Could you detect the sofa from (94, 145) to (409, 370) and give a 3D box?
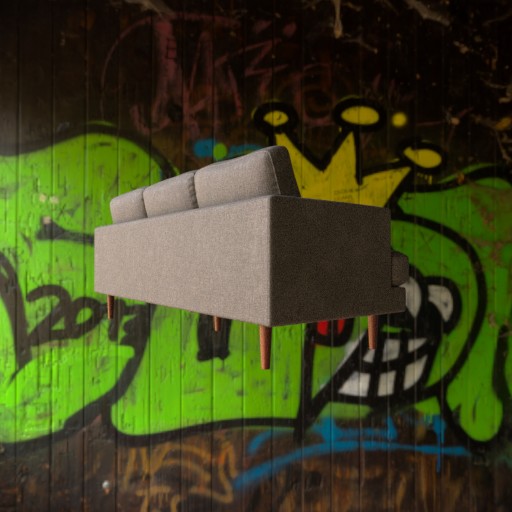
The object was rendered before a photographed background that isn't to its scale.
[{"bbox_3d":[0.000,0.000,3.019,1.504,0.956,2.233,0,0,-37],"label":"sofa"}]
